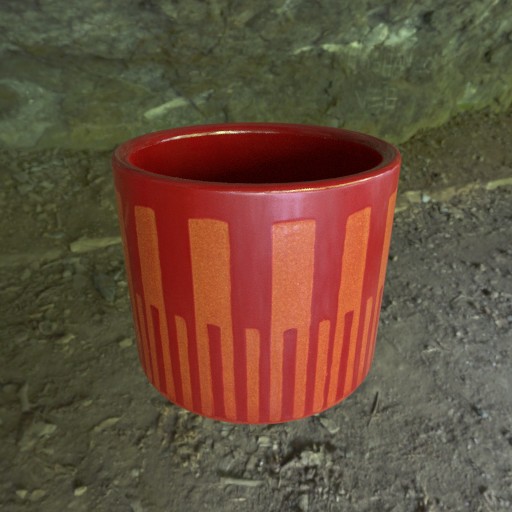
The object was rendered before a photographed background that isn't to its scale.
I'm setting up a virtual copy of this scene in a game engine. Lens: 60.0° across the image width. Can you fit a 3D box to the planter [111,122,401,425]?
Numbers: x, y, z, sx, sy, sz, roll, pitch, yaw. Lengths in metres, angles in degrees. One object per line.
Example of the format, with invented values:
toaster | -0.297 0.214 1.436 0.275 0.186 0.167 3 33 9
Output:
planter | 0.000 0.000 0.406 0.230 0.202 0.230 0 26 0
